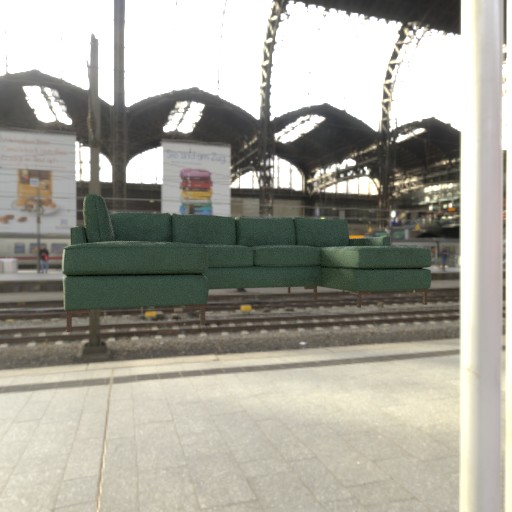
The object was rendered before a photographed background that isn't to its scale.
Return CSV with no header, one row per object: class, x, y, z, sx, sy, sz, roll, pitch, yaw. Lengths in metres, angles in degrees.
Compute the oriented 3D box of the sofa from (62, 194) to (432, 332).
sofa,0.000,0.000,3.893,2.994,0.861,1.992,0,0,-19
